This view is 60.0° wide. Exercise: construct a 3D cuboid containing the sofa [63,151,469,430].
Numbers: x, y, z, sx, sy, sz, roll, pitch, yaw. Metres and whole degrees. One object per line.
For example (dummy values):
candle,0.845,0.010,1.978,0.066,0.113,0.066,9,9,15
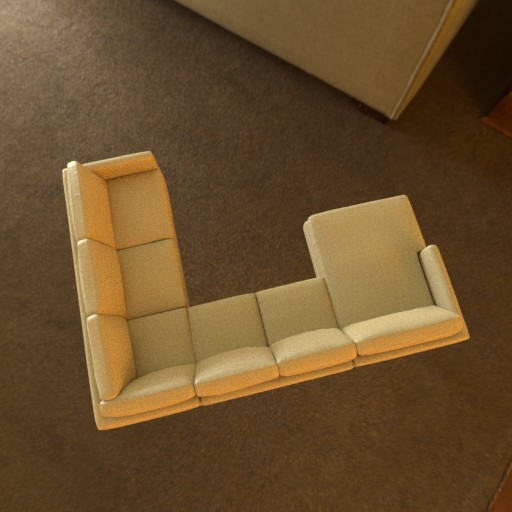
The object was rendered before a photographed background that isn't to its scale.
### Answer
sofa,0.000,0.000,4.503,3.460,0.961,2.594,-13,75,-3
